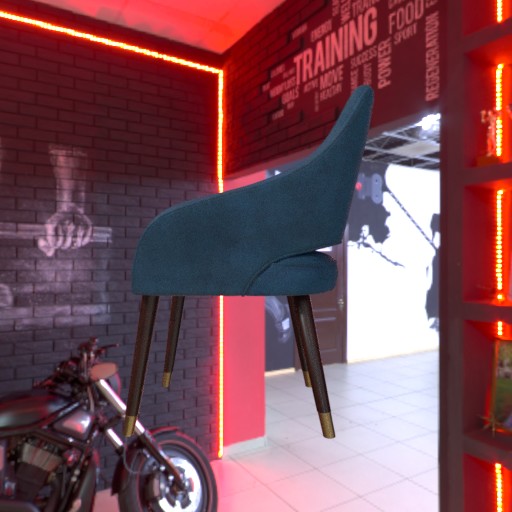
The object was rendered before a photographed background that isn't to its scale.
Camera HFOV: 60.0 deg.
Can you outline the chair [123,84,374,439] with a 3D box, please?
[{"bbox_3d":[0.000,0.000,1.595,0.794,1.081,0.683,0,-1,1],"label":"chair"}]
